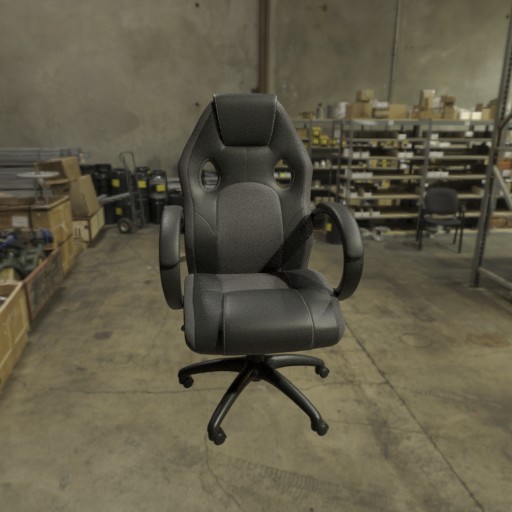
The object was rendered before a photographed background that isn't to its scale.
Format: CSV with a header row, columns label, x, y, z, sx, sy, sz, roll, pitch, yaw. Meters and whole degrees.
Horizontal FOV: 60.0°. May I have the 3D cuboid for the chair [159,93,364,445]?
label,x,y,z,sx,sy,sz,roll,pitch,yaw
chair,0.000,0.000,1.667,0.673,1.187,0.724,-2,17,-7
